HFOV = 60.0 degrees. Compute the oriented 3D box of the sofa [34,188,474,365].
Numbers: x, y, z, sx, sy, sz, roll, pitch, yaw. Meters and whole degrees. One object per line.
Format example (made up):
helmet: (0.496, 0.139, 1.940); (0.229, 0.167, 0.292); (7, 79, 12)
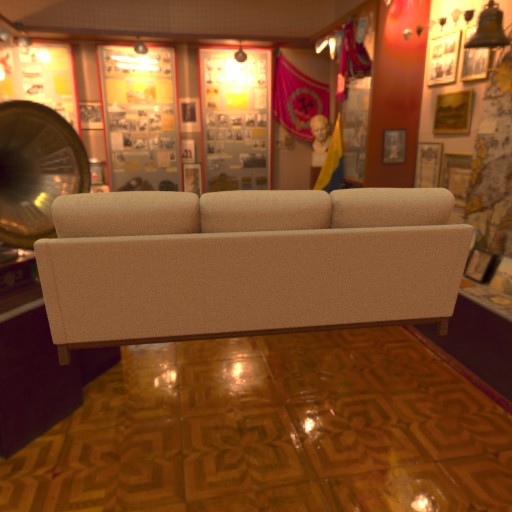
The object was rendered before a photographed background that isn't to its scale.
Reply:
sofa: (0.000, 0.000, 2.800); (2.321, 0.913, 1.000); (-3, 15, -9)
